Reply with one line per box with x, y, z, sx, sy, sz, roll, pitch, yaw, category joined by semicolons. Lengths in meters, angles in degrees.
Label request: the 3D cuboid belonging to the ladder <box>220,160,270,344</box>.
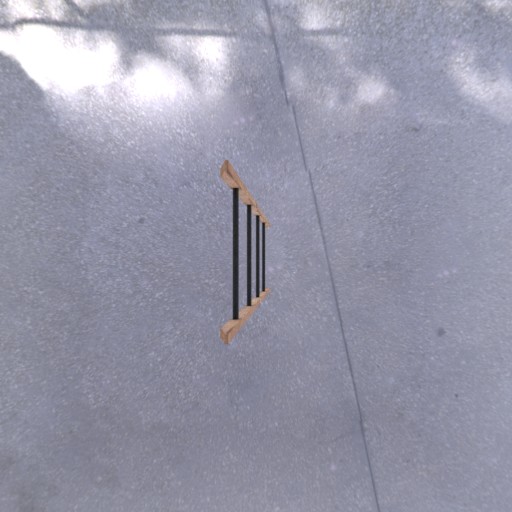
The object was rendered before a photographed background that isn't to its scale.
0.000;0.000;1.950;0.200;1.805;0.442;0;89;-1;ladder
